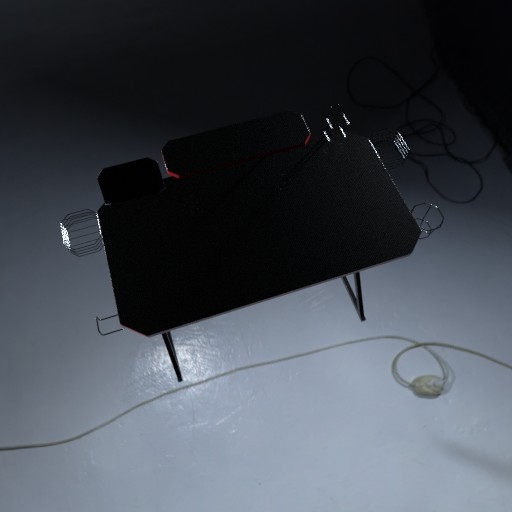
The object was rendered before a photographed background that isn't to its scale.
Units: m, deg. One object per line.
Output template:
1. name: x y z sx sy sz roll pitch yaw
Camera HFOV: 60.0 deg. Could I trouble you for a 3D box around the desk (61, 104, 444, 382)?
1. desk: 0.000 0.000 1.784 1.280 0.913 0.588 -17 64 -8
